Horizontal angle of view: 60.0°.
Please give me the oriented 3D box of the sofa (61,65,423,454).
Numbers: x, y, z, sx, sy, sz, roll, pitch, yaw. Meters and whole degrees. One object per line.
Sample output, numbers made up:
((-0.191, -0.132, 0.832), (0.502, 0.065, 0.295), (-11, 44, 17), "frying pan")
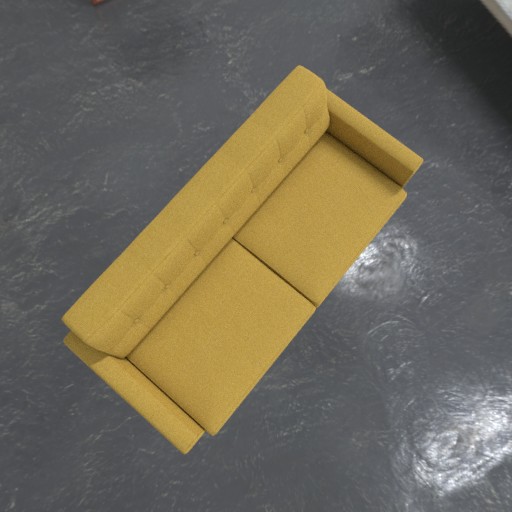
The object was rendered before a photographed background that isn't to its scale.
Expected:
((0.000, 0.000, 2.530), (0.909, 0.841, 2.029), (39, 79, 9), "sofa")
